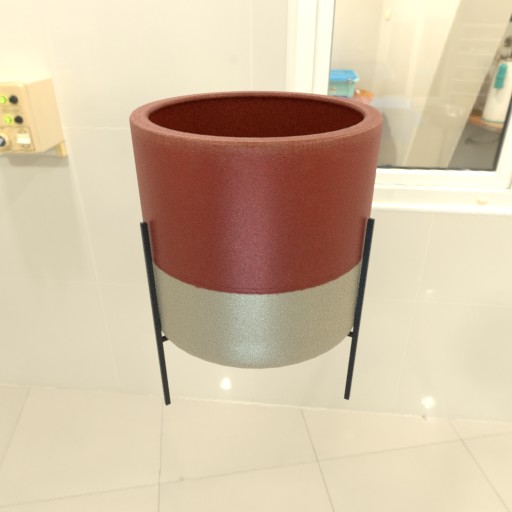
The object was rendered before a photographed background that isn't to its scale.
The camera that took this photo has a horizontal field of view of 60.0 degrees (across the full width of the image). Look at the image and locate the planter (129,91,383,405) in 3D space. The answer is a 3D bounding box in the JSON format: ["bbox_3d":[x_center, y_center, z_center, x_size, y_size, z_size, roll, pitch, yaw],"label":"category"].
[{"bbox_3d":[0.000,0.000,0.728,0.345,0.465,0.354,-1,29,-2],"label":"planter"}]
